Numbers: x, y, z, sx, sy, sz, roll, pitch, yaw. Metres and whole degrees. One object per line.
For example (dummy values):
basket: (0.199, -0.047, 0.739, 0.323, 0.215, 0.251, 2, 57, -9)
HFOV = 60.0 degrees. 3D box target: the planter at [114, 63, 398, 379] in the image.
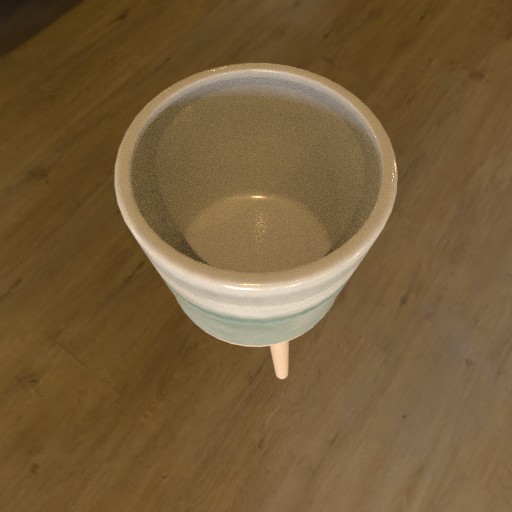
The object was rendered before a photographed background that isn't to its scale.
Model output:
planter: (0.000, 0.000, 0.594, 0.265, 0.404, 0.265, -35, 68, -16)
